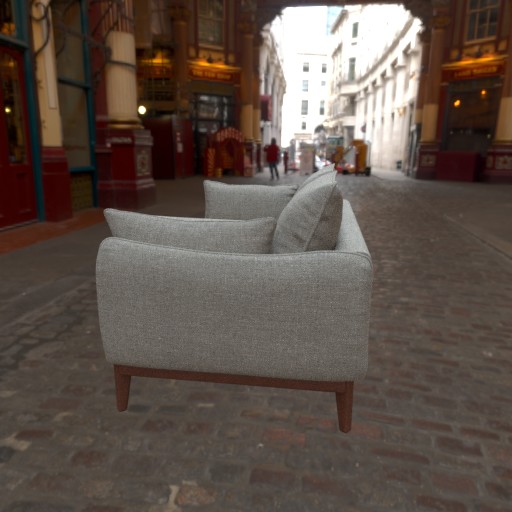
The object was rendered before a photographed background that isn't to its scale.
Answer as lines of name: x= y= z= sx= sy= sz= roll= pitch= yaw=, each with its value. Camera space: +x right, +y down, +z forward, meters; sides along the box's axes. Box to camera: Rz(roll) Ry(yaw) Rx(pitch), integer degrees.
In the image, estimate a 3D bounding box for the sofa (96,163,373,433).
sofa: x=0.000 y=0.000 z=2.184 sx=0.972 sy=0.851 sz=1.580 roll=2 pitch=14 yaw=9
